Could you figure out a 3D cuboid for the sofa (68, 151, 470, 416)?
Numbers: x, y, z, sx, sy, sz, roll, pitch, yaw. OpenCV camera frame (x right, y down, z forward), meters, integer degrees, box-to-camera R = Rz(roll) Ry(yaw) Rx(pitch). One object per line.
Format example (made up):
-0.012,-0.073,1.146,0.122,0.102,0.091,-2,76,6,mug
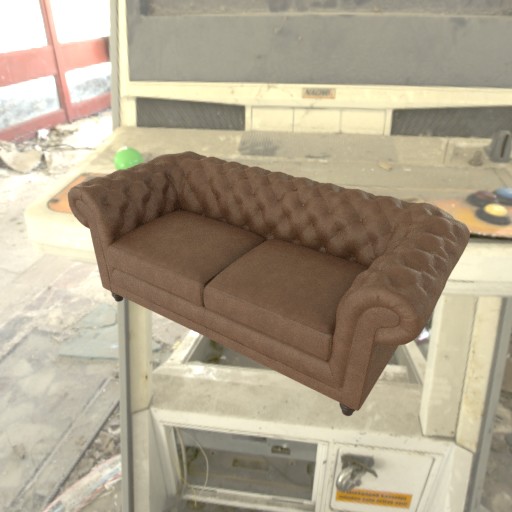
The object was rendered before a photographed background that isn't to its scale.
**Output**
0.000,0.000,2.522,2.048,0.784,0.955,19,35,29,sofa
